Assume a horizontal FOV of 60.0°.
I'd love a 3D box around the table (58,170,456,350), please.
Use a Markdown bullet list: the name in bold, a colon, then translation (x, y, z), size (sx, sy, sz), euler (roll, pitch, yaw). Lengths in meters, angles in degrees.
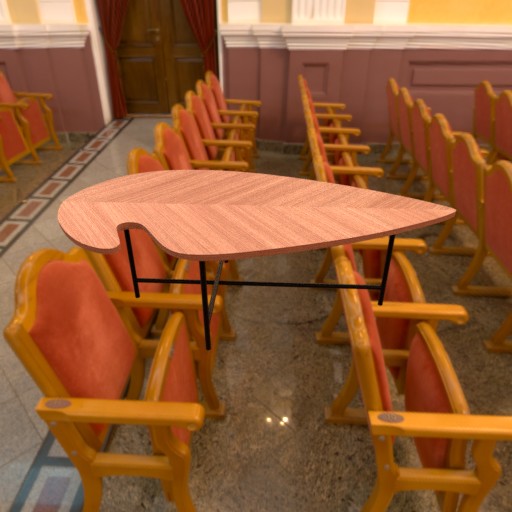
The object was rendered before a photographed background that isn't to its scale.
- **table**: translation (0.000, 0.000, 1.446), size (1.199, 0.360, 0.598), euler (2, 31, 3)
